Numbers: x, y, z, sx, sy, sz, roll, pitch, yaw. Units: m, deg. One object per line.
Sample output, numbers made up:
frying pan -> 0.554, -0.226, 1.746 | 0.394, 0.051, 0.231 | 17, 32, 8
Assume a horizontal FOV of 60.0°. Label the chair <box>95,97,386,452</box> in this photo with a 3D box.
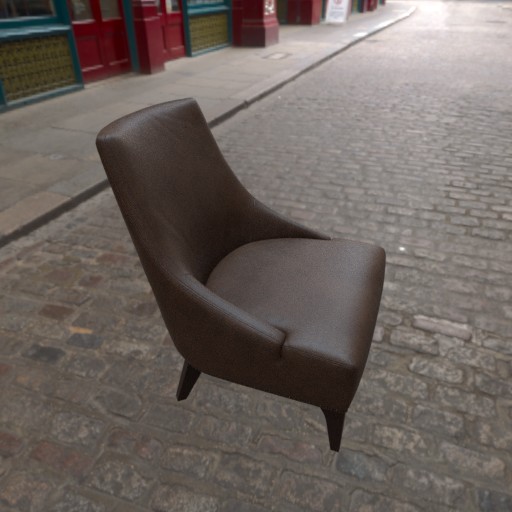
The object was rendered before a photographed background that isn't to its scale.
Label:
chair -> 0.000, 0.000, 1.527 | 0.861, 0.909, 0.701 | 11, 33, 17
